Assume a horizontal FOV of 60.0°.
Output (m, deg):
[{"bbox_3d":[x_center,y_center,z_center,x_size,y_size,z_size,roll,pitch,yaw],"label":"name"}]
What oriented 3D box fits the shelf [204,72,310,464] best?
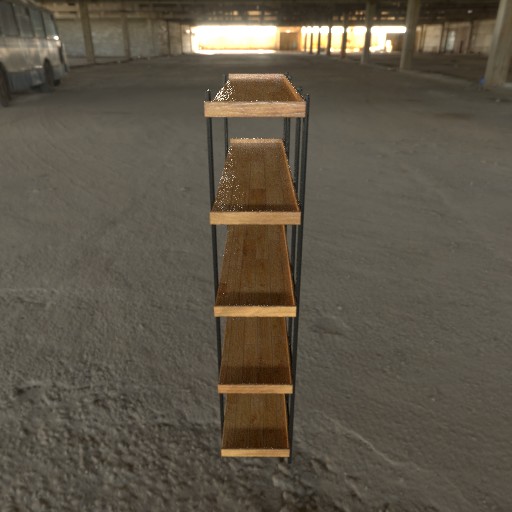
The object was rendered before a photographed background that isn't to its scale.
[{"bbox_3d":[0.000,0.000,2.476,0.379,1.826,1.371,0,26,0],"label":"shelf"}]
